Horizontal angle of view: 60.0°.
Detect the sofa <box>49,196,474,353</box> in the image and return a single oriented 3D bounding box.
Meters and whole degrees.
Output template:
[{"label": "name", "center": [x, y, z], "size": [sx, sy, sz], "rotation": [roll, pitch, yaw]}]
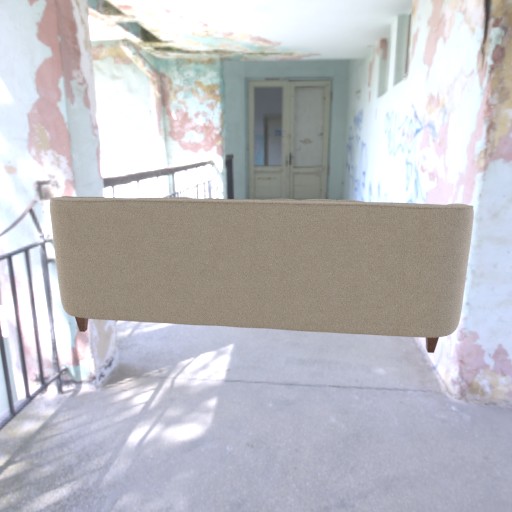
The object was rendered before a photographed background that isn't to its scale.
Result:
[{"label": "sofa", "center": [0.000, 0.000, 2.669], "size": [2.235, 0.788, 0.913], "rotation": [2, 15, 7]}]
